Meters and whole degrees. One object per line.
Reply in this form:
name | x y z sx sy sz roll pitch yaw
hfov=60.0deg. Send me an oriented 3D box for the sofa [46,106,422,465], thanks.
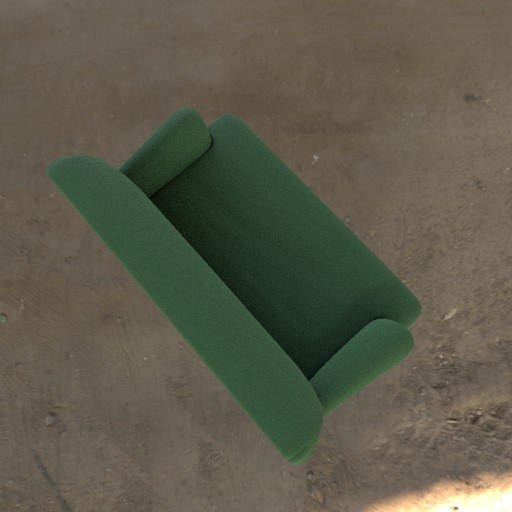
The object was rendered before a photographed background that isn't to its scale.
sofa | 0.000 0.000 1.762 0.779 0.889 1.297 -41 79 -10
